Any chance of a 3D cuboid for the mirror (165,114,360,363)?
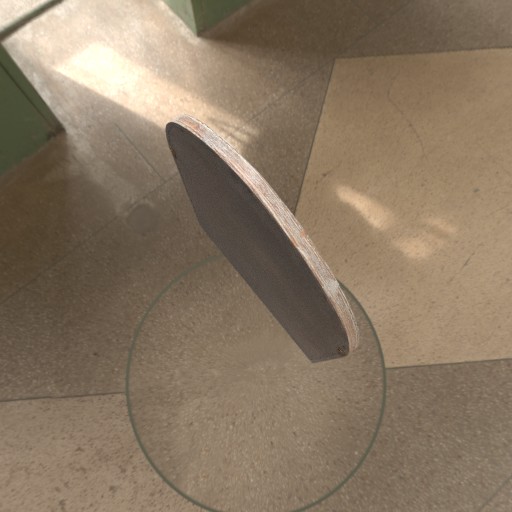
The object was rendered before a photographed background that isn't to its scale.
[{"bbox_3d":[0.000,0.000,1.172,0.032,0.920,0.660,-38,78,-9],"label":"mirror"}]
